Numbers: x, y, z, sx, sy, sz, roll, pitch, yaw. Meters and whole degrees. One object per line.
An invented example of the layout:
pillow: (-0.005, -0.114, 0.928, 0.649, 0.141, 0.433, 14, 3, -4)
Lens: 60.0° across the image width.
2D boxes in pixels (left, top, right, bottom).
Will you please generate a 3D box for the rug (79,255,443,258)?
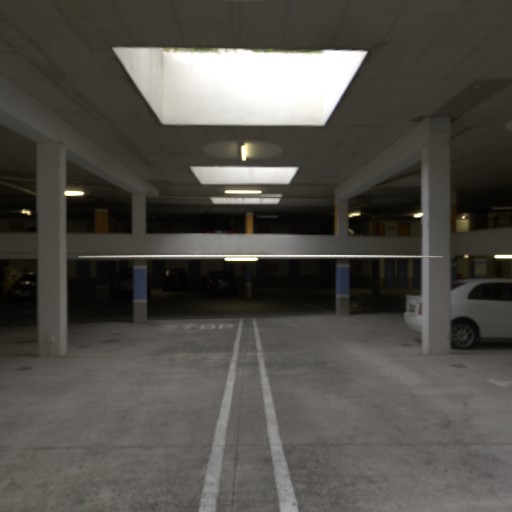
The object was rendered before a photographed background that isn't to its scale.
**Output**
rug: (0.000, 0.000, 2.982, 1.523, 0.006, 2.289, 0, 0, -1)
